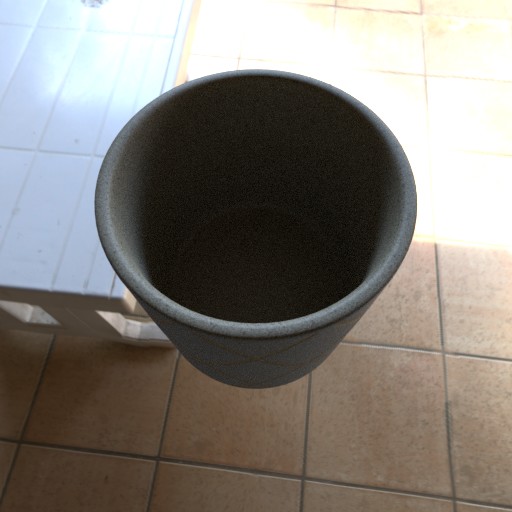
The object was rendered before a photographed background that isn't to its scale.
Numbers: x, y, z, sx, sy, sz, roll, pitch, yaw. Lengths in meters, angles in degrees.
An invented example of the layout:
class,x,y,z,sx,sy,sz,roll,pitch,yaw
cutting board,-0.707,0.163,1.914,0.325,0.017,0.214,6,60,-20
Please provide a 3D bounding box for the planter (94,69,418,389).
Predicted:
class,x,y,z,sx,sy,sz,roll,pitch,yaw
planter,0.000,0.000,0.352,0.191,0.200,0.191,0,64,0
